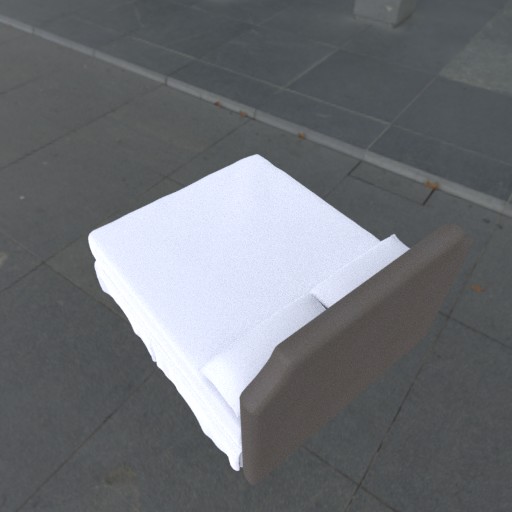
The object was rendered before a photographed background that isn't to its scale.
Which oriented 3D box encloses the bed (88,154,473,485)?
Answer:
[{"bbox_3d":[0.000,0.000,3.836,2.194,1.561,2.536,-31,54,-25],"label":"bed"}]
